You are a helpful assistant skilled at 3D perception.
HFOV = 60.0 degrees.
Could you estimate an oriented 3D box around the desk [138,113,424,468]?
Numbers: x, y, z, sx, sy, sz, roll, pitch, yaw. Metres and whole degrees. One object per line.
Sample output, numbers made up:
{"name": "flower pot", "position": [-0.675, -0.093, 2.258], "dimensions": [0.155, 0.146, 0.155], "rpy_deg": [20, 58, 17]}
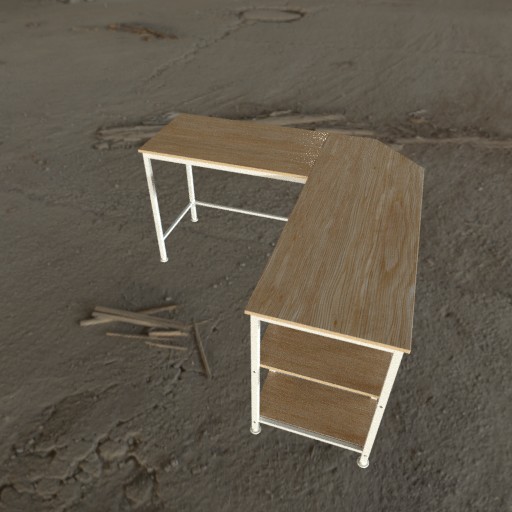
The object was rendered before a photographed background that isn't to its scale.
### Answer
{"name": "desk", "position": [0.000, 0.000, 2.167], "dimensions": [1.379, 0.739, 1.379], "rpy_deg": [12, 41, 14]}
